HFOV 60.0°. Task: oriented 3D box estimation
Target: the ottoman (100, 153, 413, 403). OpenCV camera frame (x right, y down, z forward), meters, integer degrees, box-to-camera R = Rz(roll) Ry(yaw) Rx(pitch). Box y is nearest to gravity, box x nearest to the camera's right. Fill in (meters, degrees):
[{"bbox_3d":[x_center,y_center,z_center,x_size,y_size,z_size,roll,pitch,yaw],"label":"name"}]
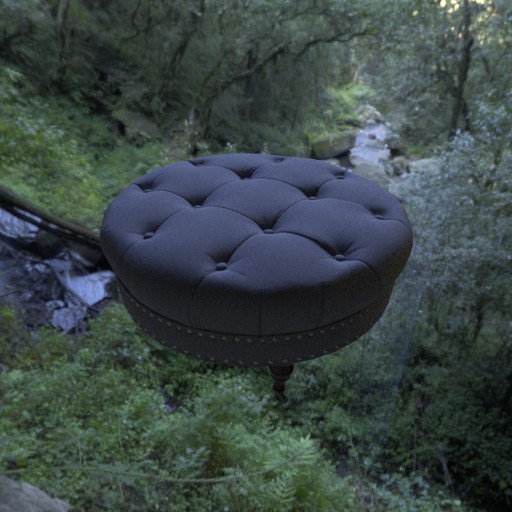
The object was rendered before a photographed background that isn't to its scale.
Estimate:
[{"bbox_3d":[0.000,0.000,1.403,0.901,0.439,0.901,0,33,0],"label":"ottoman"}]
